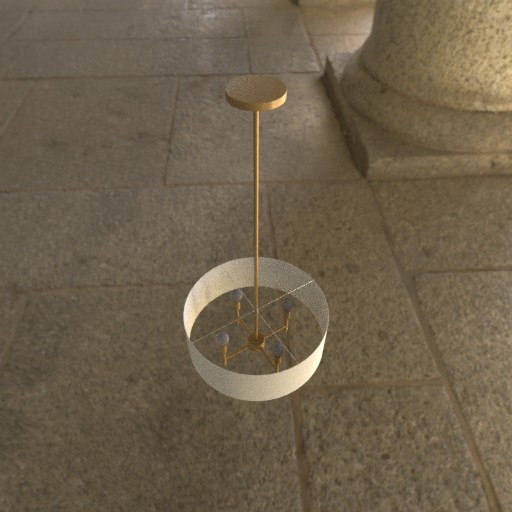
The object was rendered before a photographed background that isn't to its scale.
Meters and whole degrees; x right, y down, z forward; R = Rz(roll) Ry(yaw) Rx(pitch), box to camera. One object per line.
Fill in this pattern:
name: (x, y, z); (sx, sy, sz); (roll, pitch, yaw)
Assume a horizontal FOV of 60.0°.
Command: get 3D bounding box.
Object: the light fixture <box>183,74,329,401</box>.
light fixture: (0.000, 0.000, 1.356); (0.508, 1.067, 0.508); (0, 47, 0)
